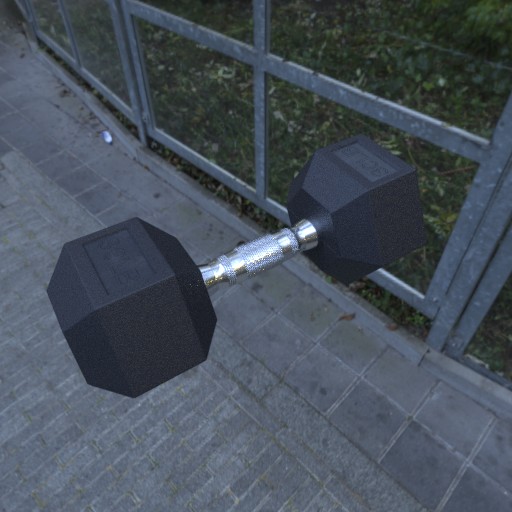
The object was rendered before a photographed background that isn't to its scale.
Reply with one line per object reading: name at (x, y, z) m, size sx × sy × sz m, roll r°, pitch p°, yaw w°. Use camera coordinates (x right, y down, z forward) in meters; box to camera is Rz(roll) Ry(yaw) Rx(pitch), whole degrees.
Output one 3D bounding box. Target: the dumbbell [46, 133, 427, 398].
dumbbell at (0.000, 0.000, 0.402) m, size 0.337 × 0.123 × 0.142 m, roll -24°, pitch 51°, yaw -22°
